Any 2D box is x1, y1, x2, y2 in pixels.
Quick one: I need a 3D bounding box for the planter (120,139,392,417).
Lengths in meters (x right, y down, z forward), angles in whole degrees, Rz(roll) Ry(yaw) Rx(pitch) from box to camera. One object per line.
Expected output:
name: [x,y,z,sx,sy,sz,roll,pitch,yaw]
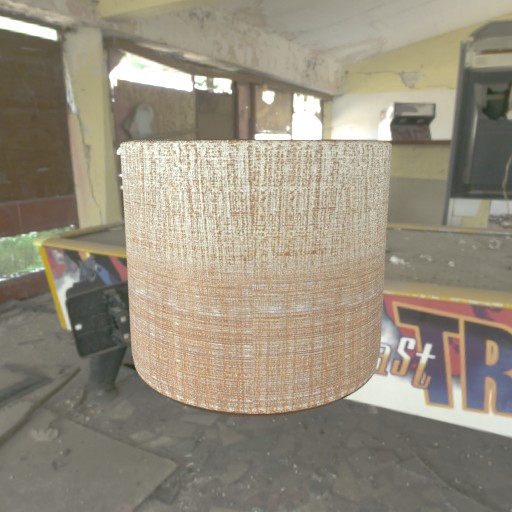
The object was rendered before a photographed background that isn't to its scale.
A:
planter: [0.000,0.000,0.192,0.109,0.096,0.109,0,14,0]
